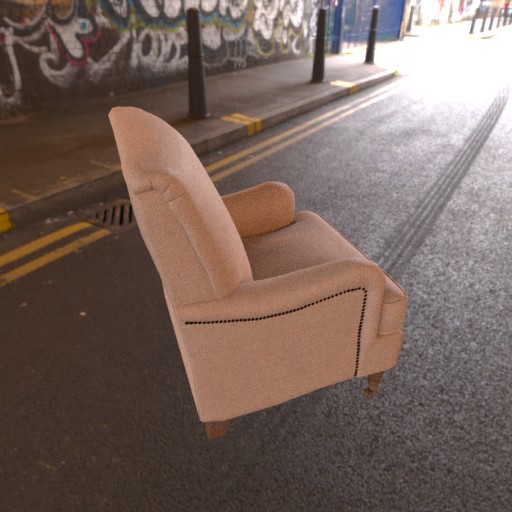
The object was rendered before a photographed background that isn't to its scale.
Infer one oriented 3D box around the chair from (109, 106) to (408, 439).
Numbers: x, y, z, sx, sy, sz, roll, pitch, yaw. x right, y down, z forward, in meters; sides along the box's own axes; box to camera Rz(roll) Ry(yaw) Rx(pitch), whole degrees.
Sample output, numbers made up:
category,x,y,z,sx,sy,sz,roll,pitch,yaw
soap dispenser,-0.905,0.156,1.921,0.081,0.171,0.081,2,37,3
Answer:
category,x,y,z,sx,sy,sz,roll,pitch,yaw
chair,0.000,0.000,1.799,0.953,1.119,0.879,-10,31,-16
